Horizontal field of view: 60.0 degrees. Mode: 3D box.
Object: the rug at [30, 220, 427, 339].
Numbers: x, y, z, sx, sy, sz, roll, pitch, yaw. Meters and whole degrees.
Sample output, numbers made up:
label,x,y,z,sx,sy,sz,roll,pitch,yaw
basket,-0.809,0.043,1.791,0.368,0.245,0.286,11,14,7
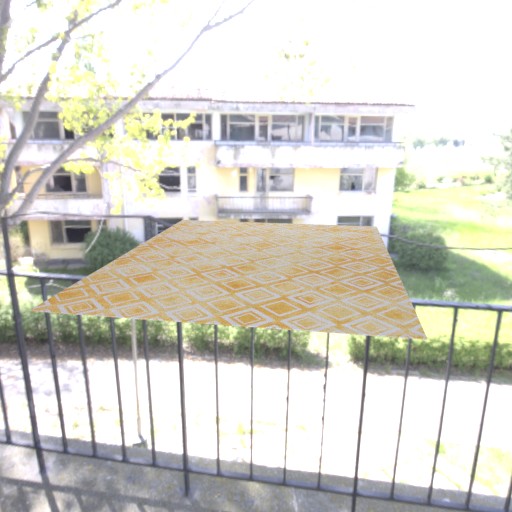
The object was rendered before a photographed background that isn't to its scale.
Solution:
label,x,y,z,sx,sy,sz,roll,pitch,yaw
rug,0.000,0.000,4.079,2.433,0.011,3.037,3,16,9
